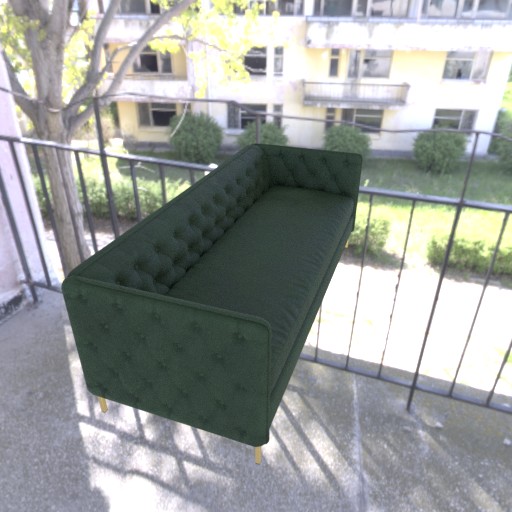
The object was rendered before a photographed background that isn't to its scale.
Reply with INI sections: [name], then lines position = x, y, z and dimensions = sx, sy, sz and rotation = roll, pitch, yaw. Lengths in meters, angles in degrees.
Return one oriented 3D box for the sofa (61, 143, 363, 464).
[sofa]
position = 0.000, 0.000, 2.685
dimensions = 0.895, 0.771, 2.209
rotation = 10, 31, 18
